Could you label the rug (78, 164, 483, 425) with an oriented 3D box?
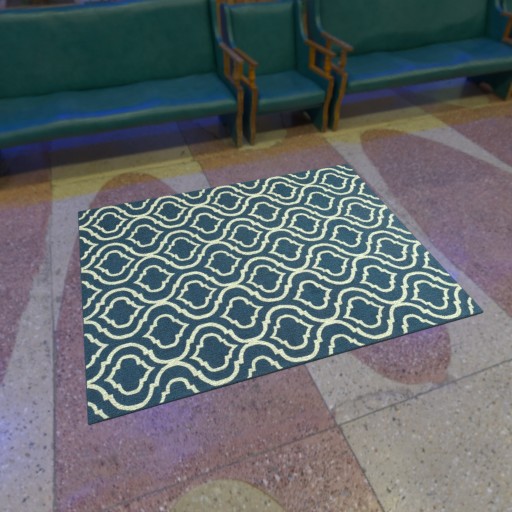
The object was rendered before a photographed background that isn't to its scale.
[{"bbox_3d":[0.000,0.000,3.814,2.881,0.020,2.270,-12,44,-13],"label":"rug"}]
